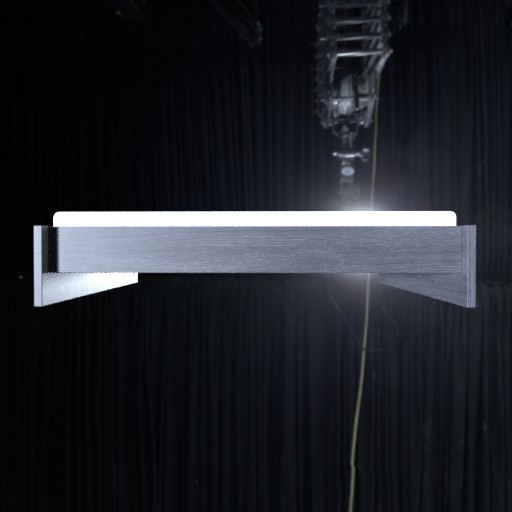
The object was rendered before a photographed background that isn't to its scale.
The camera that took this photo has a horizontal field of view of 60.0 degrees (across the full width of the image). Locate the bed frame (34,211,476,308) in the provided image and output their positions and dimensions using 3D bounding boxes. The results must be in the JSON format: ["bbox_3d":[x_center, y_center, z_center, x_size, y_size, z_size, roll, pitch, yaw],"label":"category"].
[{"bbox_3d":[0.000,0.000,2.699,1.950,0.432,1.490,0,1,1],"label":"bed frame"}]
